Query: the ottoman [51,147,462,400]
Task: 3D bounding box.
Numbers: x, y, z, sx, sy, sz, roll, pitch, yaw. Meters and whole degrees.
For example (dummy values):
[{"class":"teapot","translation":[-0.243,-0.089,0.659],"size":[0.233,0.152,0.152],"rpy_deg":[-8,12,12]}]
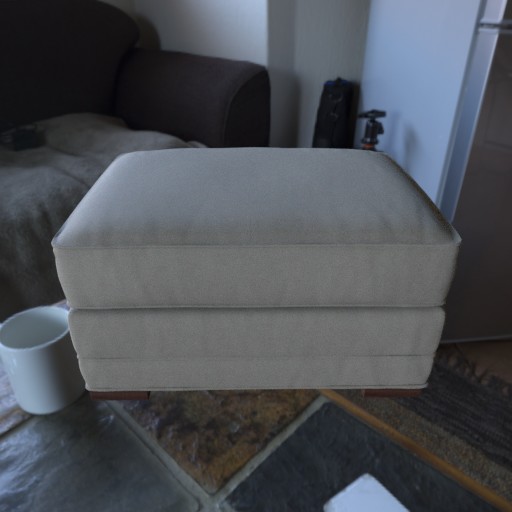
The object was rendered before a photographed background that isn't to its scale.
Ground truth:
[{"class":"ottoman","translation":[0.000,0.000,1.209],"size":[0.848,0.482,0.611],"rpy_deg":[0,31,-1]}]
